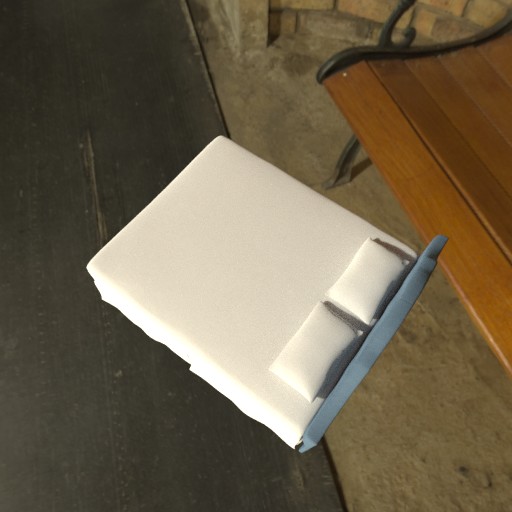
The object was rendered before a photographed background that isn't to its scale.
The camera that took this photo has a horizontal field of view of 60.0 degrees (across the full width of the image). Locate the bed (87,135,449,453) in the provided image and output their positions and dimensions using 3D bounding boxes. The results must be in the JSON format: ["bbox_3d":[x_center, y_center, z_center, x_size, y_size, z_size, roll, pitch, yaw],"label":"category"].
[{"bbox_3d":[0.000,0.000,3.831,2.477,1.617,2.039,34,68,16],"label":"bed"}]
